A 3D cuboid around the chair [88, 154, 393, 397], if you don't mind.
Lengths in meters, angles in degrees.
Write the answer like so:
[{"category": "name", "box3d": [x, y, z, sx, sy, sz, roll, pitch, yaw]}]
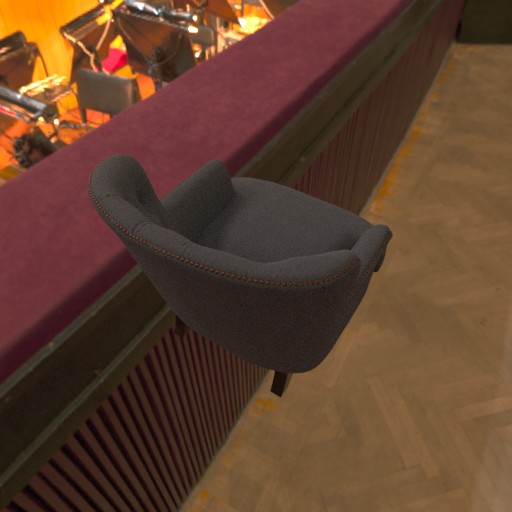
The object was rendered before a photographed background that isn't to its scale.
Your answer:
[{"category": "chair", "box3d": [0.000, 0.000, 1.630, 0.848, 0.868, 0.906, 25, 51, 22]}]
